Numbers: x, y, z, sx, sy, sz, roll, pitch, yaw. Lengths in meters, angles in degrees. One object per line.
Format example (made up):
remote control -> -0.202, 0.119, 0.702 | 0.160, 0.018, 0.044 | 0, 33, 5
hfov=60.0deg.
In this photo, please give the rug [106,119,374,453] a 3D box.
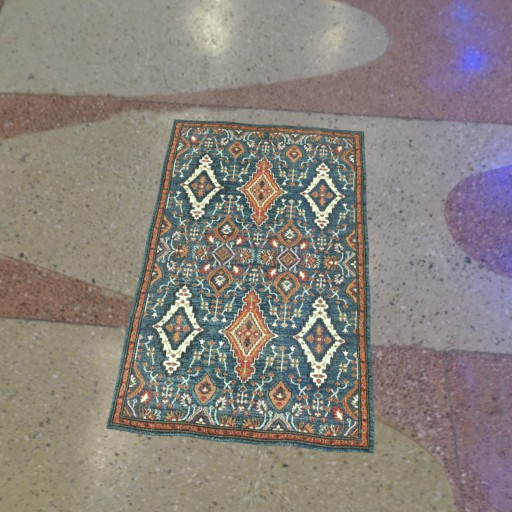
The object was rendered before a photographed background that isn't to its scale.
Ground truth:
rug -> 0.000, 0.000, 4.301 | 2.190, 0.008, 3.371 | 4, 64, 2
